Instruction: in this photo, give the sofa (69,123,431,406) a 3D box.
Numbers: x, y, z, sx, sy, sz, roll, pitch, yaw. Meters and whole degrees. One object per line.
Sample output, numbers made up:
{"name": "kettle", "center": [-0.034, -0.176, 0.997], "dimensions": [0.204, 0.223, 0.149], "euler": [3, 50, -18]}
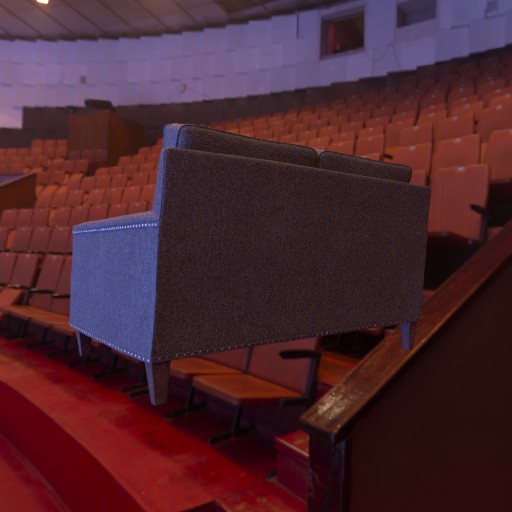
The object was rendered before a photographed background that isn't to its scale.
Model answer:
{"name": "sofa", "center": [0.000, 0.000, 2.284], "dimensions": [1.597, 1.003, 1.084], "euler": [0, 1, -37]}
